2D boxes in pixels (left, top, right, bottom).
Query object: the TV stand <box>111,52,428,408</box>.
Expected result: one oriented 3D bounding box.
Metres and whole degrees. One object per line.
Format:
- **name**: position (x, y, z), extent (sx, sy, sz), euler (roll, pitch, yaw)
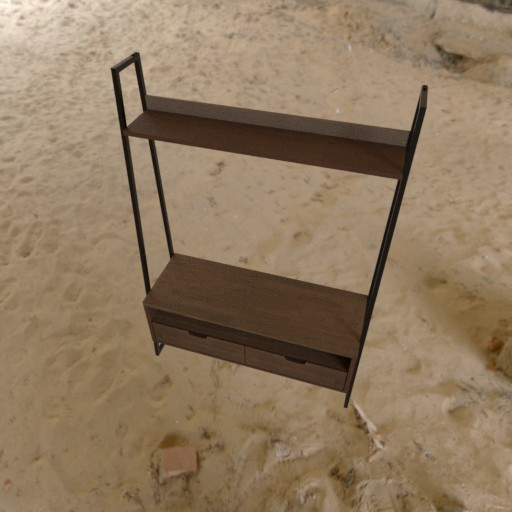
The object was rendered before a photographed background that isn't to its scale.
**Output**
- **TV stand**: position (0.000, 0.000, 2.287), extent (1.250, 1.772, 0.432), euler (12, 44, 13)
